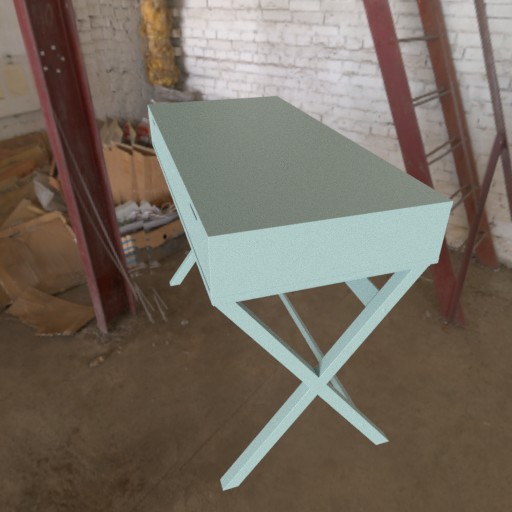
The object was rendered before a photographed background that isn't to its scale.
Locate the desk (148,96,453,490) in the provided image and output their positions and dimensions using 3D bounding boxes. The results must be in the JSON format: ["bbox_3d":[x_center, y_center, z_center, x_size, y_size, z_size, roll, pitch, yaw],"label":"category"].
[{"bbox_3d":[0.000,0.000,1.463,0.509,0.780,1.059,-9,32,-15],"label":"desk"}]
